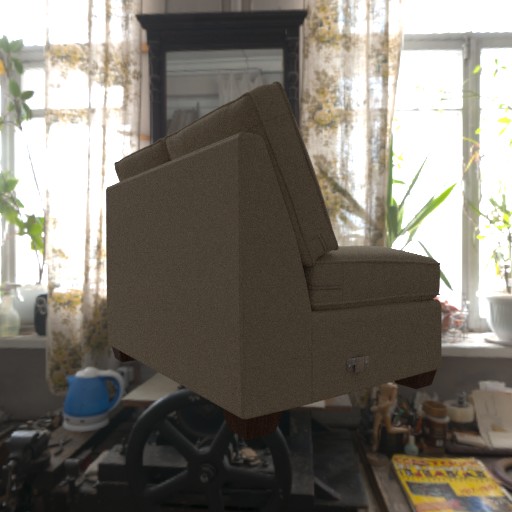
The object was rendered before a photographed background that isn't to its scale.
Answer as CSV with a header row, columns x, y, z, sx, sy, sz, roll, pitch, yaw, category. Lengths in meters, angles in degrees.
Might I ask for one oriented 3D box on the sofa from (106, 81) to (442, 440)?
x,y,z,sx,sy,sz,roll,pitch,yaw,category
0.000,0.000,1.945,0.951,1.008,1.237,0,0,-35,sofa
